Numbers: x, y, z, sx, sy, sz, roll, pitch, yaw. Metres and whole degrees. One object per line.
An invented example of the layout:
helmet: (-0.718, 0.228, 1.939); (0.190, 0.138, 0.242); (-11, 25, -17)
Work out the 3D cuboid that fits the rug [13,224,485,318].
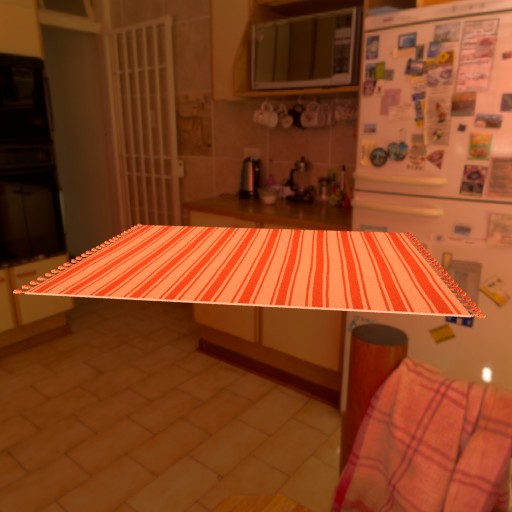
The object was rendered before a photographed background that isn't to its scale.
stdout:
rug: (0.000, 0.000, 4.276); (3.369, 0.035, 2.451); (2, 16, 7)
